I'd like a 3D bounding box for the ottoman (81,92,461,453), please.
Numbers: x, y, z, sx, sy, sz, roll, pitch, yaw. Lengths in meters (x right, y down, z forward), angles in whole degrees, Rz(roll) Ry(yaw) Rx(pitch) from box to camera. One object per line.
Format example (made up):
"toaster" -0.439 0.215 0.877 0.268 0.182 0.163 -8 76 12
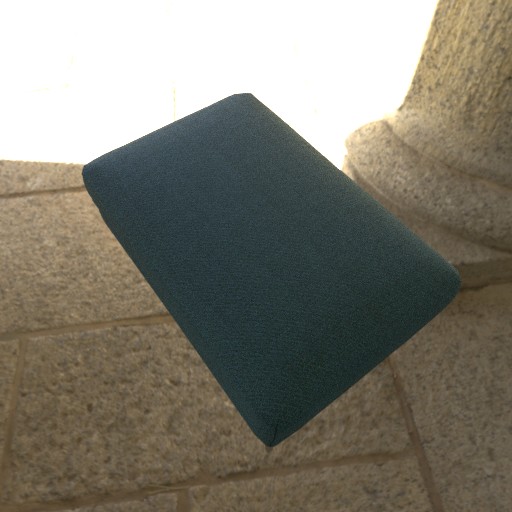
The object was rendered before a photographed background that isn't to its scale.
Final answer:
"ottoman" 0.000 0.000 1.216 0.563 0.498 0.856 -32 62 -19
